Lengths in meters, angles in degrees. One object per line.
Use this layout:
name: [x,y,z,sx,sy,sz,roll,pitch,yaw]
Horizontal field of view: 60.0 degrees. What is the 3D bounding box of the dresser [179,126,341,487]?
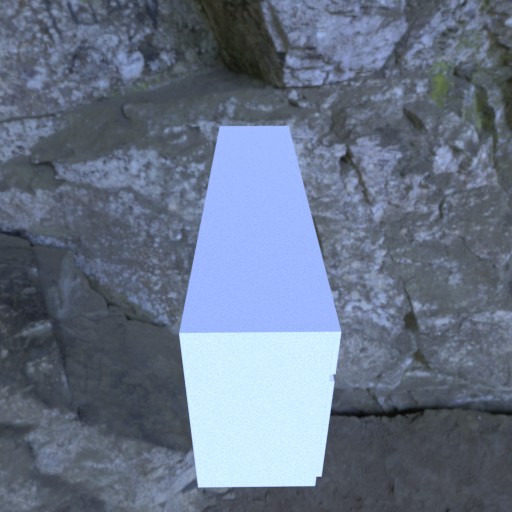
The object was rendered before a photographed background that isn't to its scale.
dresser: [0.000,0.000,2.518,0.500,0.840,2.200,0,32,-1]
